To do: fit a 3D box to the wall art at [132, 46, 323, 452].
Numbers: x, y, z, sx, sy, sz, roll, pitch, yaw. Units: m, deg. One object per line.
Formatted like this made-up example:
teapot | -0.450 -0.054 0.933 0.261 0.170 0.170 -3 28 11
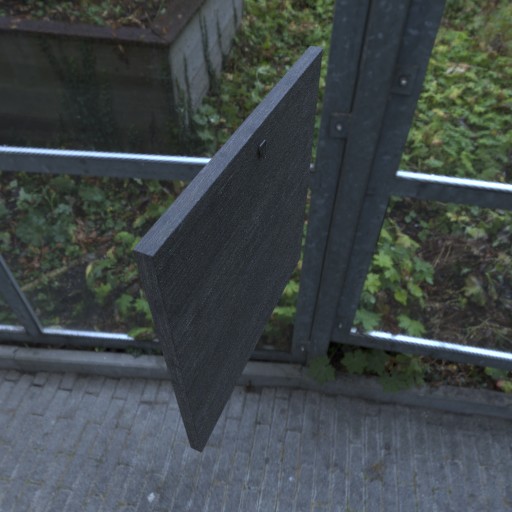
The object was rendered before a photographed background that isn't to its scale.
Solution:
wall art | 0.000 0.000 0.684 0.027 0.459 0.462 18 50 16
